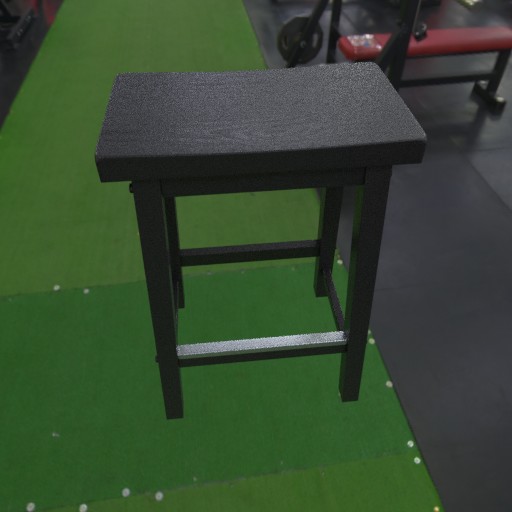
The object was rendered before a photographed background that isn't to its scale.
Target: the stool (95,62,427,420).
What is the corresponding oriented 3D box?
[{"bbox_3d":[0.000,0.000,0.828,0.406,0.610,0.322,-4,46,-4],"label":"stool"}]
